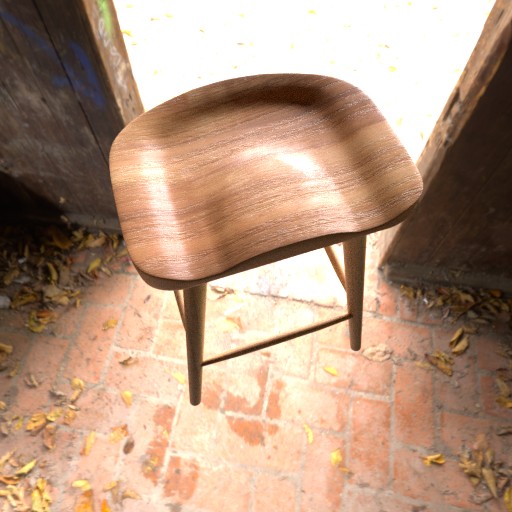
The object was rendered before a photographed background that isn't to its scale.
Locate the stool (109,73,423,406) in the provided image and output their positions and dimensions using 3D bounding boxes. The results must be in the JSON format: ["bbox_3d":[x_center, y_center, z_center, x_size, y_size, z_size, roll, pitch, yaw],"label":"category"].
[{"bbox_3d":[0.000,0.000,0.883,0.440,0.615,0.361,-16,63,-9],"label":"stool"}]
